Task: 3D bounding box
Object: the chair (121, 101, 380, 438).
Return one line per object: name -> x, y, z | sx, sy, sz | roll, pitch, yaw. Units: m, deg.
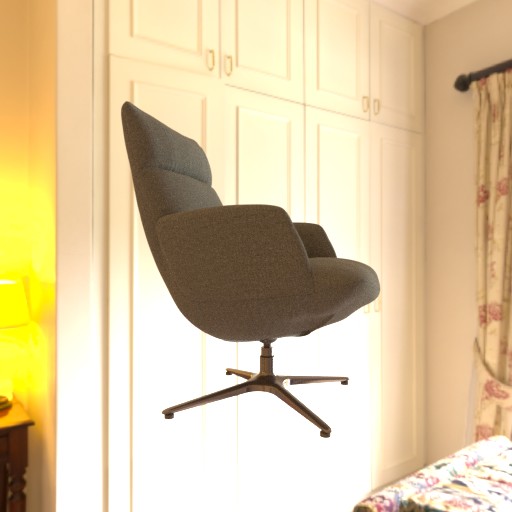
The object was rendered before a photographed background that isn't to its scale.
chair -> 0.000, 0.000, 1.540 | 0.831, 0.984, 0.702 | 0, 0, 17
